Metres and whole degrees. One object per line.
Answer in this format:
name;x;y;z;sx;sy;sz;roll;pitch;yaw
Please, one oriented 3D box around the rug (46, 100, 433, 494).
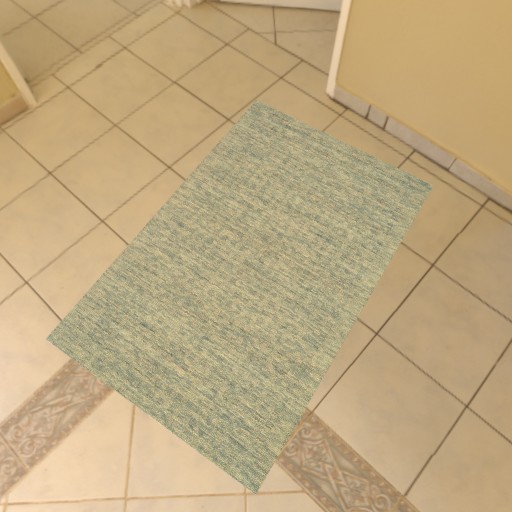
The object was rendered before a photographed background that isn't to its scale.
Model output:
rug;0.000;0.000;2.204;1.142;0.006;1.752;30;68;14
